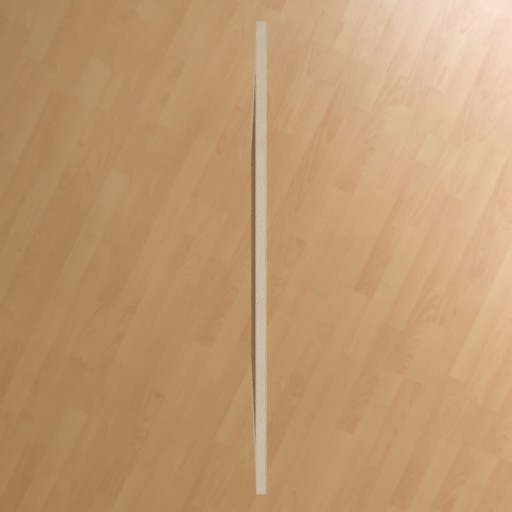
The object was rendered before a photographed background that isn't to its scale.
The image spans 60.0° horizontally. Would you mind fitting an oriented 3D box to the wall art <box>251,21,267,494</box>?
[{"bbox_3d":[0.000,0.000,0.841,0.013,0.584,0.584,0,91,-1],"label":"wall art"}]
